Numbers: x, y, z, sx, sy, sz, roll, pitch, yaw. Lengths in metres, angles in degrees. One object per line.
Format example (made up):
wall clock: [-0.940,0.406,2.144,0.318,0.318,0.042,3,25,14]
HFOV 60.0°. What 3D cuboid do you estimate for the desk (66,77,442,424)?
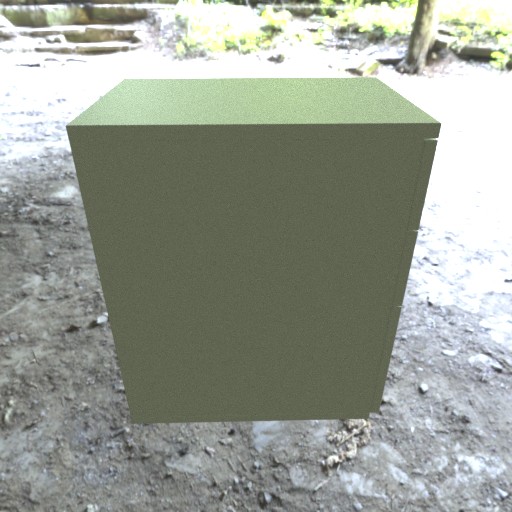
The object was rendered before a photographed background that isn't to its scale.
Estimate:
desk: [0.000,0.000,1.055,0.600,0.730,0.404,-1,32,-1]
